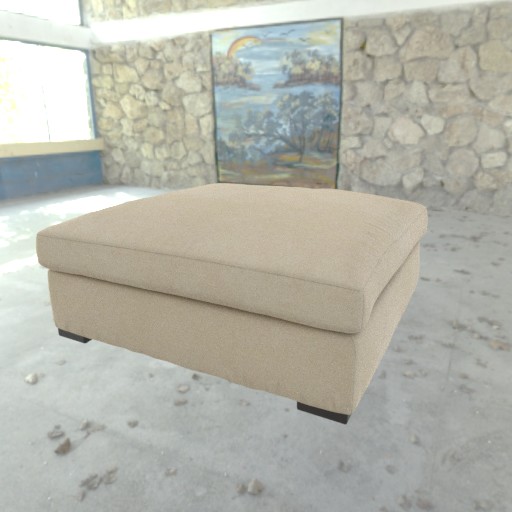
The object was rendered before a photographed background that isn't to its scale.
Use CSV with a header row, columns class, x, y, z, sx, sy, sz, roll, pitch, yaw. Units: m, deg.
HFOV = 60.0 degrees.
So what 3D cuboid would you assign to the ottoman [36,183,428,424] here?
class,x,y,z,sx,sy,sz,roll,pitch,yaw
ottoman,0.000,0.000,1.858,1.205,0.522,1.190,9,19,26
